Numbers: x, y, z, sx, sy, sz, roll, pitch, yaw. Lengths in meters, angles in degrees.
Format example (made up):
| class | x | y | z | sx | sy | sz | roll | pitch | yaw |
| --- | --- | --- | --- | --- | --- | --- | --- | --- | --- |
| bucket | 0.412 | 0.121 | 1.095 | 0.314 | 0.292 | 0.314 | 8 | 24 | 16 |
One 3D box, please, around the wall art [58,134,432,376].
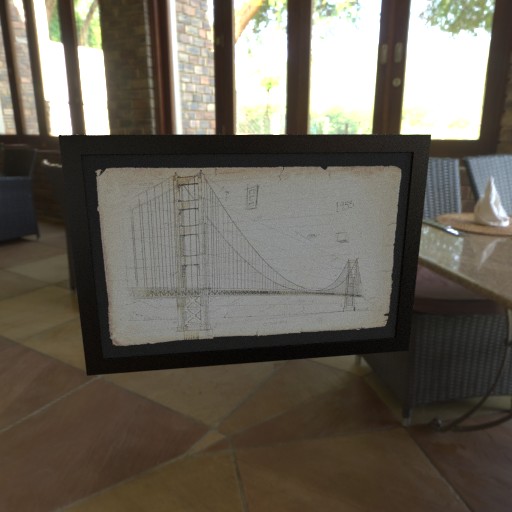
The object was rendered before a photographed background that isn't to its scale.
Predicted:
| class | x | y | z | sx | sy | sz | roll | pitch | yaw |
| --- | --- | --- | --- | --- | --- | --- | --- | --- | --- |
| wall art | 0.000 | 0.000 | 0.845 | 0.660 | 0.447 | 0.013 | -2 | 16 | -8 |
